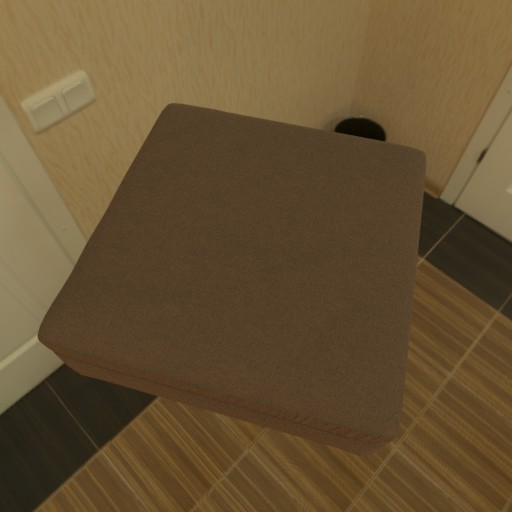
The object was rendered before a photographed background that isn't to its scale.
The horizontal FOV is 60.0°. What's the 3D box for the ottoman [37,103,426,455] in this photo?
[{"bbox_3d":[0.000,0.000,1.761,1.181,0.470,1.181,13,59,8],"label":"ottoman"}]
